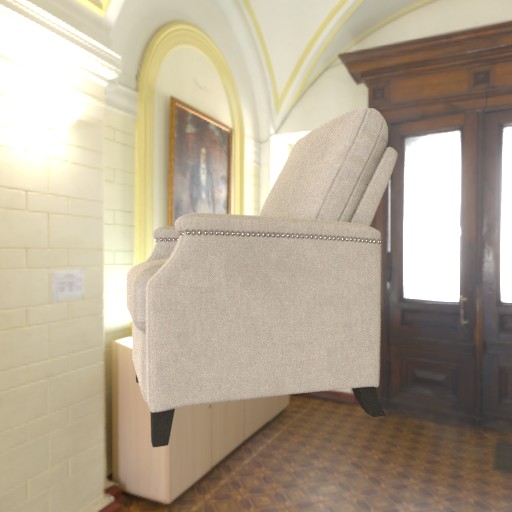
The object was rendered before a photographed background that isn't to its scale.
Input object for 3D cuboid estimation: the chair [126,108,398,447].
[{"bbox_3d":[0.000,0.000,1.669,0.922,1.049,0.710,0,0,-19],"label":"chair"}]
